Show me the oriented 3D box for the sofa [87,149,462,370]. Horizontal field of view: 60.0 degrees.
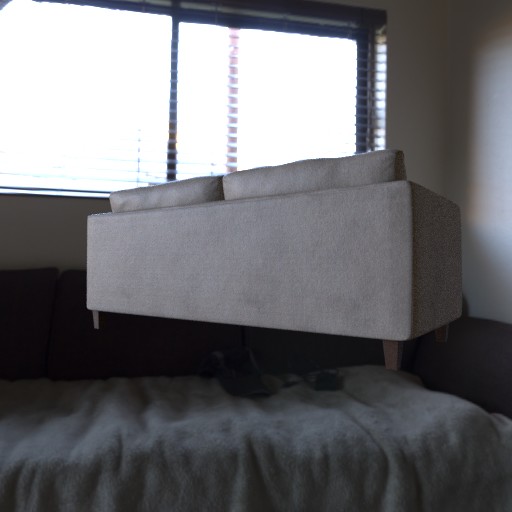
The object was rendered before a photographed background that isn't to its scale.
[{"bbox_3d":[0.000,0.000,2.746,2.208,0.965,0.951,-1,-1,36],"label":"sofa"}]
